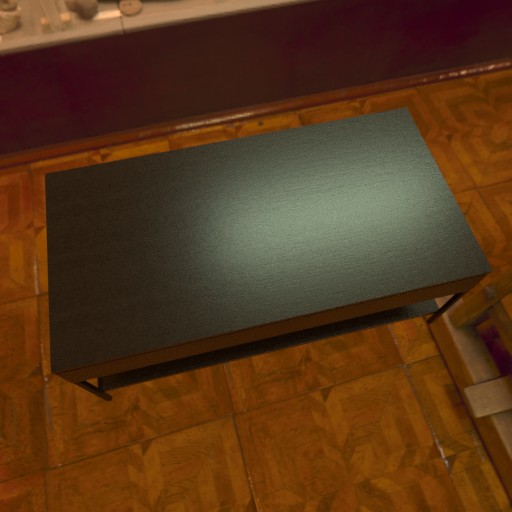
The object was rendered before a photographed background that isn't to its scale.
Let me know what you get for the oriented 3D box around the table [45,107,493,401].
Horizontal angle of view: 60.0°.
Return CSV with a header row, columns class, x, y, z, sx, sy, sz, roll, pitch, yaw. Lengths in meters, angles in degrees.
class,x,y,z,sx,sy,sz,roll,pitch,yaw
table,0.000,0.000,1.382,1.095,0.435,0.574,-12,64,-6
